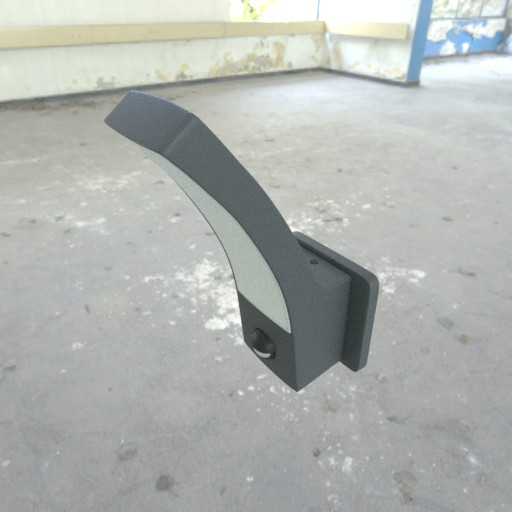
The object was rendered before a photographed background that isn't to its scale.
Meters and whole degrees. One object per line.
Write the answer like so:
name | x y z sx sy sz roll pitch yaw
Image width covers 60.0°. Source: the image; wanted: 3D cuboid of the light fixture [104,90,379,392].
light fixture | 0.000 0.000 0.334 0.174 0.243 0.108 -20 35 -30
